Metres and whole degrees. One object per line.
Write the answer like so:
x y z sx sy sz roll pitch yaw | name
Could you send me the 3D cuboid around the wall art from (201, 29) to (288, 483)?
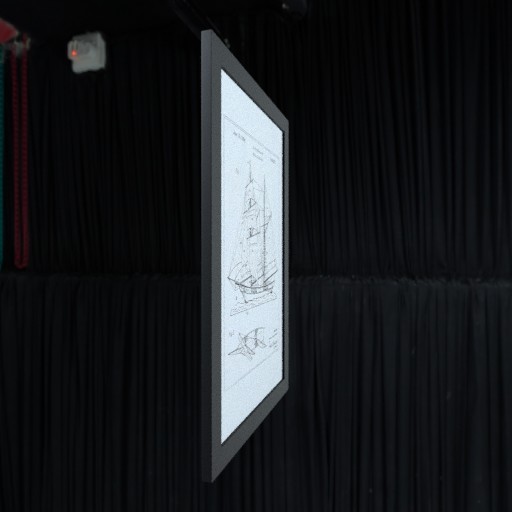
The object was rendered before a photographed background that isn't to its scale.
0.000 0.000 0.605 0.011 0.459 0.326 0 0 18 | wall art
